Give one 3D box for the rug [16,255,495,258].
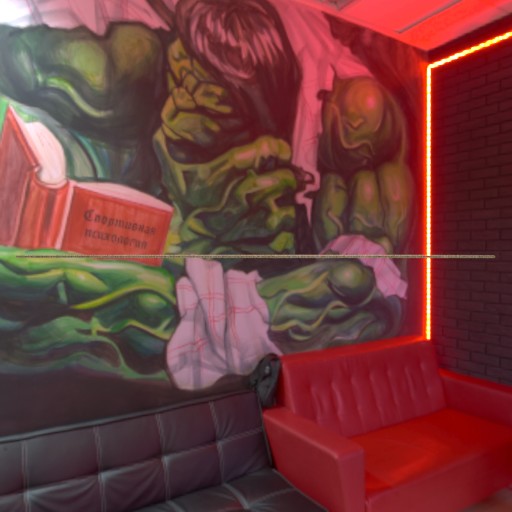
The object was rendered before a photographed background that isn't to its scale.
[{"bbox_3d":[0.000,0.000,4.161,3.198,0.016,2.425,0,0,0],"label":"rug"}]
